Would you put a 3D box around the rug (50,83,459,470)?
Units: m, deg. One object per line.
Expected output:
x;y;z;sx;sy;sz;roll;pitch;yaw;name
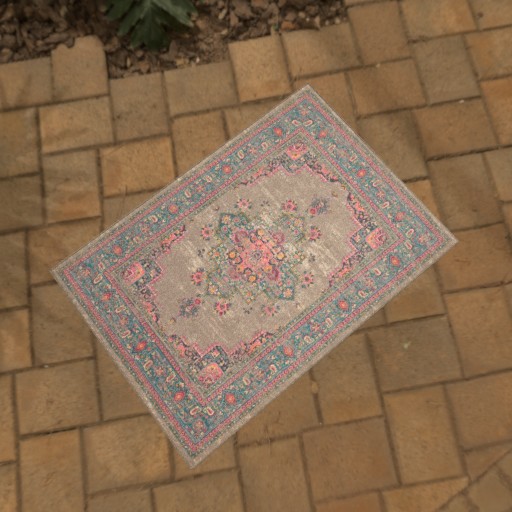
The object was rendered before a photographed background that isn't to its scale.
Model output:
0.000;0.000;3.787;2.890;0.013;2.005;-38;79;-9;rug
